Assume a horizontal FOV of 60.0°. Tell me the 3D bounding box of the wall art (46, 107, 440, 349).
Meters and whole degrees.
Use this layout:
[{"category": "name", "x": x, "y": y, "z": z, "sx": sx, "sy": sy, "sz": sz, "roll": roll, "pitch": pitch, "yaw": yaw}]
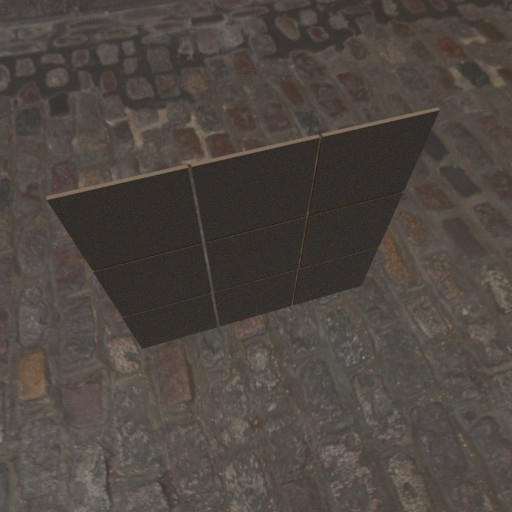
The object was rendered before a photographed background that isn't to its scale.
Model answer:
[{"category": "wall art", "x": 0.000, "y": 0.000, "z": 2.300, "sx": 1.527, "sy": 1.521, "sz": 0.017, "roll": -15, "pitch": 60, "yaw": -9}]
